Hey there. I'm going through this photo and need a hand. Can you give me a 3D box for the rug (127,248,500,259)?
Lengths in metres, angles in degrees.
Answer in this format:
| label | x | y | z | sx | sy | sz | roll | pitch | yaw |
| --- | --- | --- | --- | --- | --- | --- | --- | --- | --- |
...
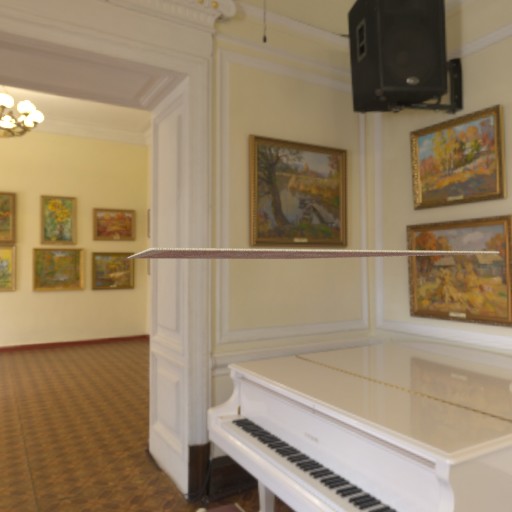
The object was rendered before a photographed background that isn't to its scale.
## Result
| label | x | y | z | sx | sy | sz | roll | pitch | yaw |
| --- | --- | --- | --- | --- | --- | --- | --- | --- | --- |
| rug | 0.000 | 0.000 | 1.045 | 0.556 | 0.004 | 0.868 | 0 | -1 | -18 |
